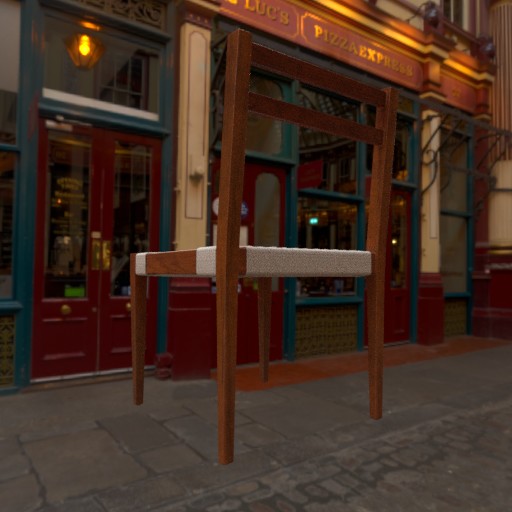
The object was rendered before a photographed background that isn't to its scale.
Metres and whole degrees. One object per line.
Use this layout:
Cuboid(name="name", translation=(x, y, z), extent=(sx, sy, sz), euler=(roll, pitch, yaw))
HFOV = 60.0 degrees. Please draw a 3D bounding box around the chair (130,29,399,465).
Cuboid(name="chair", translation=(0.000, 0.000, 1.204), extent=(0.495, 0.851, 0.569), euler=(2, -3, -36))
